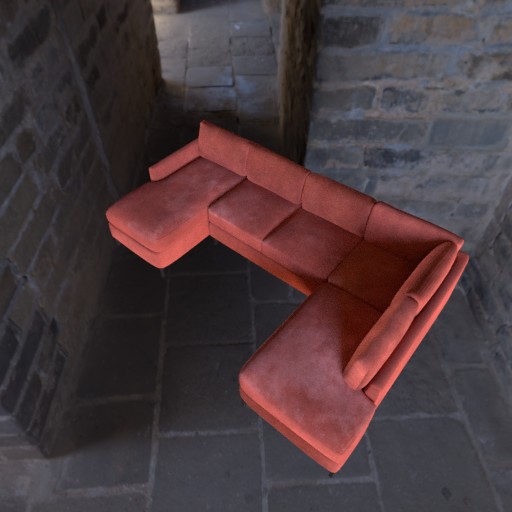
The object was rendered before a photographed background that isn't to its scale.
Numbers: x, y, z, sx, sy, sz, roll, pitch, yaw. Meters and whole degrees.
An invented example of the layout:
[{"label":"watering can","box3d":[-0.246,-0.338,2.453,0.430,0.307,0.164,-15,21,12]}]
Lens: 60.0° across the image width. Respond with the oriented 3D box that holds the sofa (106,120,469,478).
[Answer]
[{"label":"sofa","box3d":[0.000,0.000,3.828,2.971,0.858,1.981,31,54,26]}]
